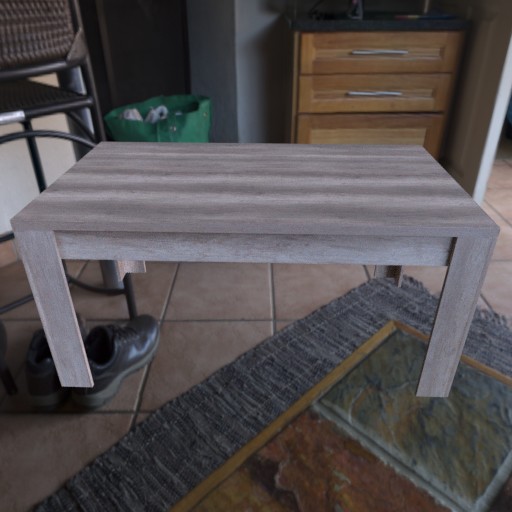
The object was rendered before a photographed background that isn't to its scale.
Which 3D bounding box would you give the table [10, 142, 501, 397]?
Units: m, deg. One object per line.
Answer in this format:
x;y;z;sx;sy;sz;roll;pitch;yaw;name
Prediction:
0.000;0.000;2.026;1.600;0.775;0.900;1;31;2;table
